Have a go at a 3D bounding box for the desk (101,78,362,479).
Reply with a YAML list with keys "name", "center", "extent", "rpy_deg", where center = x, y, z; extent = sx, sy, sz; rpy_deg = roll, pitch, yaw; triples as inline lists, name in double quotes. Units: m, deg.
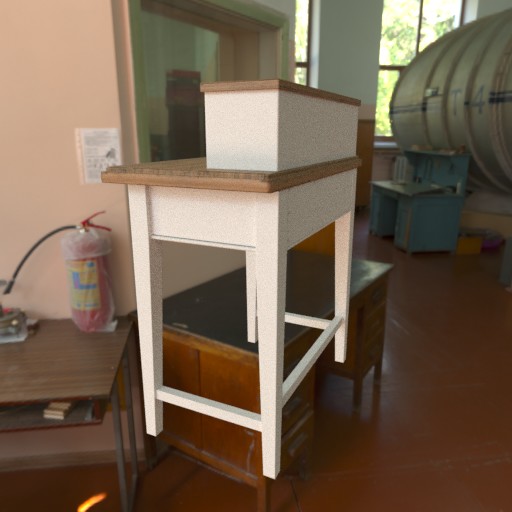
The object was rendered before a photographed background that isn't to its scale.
- name: "desk"
  center: [0.000, 0.000, 1.432]
  extent: [0.462, 0.981, 0.814]
  rpy_deg: [7, 17, 25]
